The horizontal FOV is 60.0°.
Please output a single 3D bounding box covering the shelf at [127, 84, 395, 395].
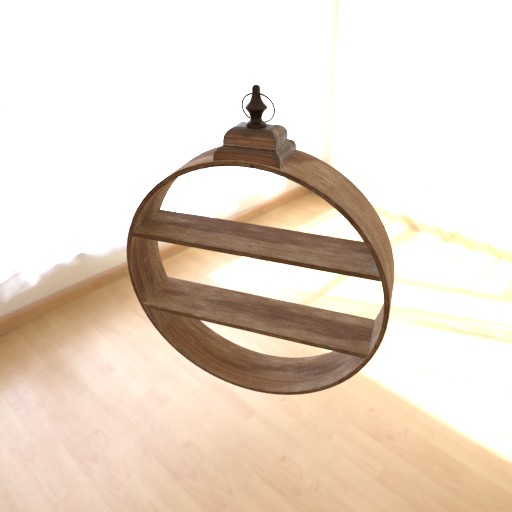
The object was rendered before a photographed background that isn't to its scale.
[{"bbox_3d":[0.000,0.000,0.987,0.601,0.725,0.125,10,33,16],"label":"shelf"}]
